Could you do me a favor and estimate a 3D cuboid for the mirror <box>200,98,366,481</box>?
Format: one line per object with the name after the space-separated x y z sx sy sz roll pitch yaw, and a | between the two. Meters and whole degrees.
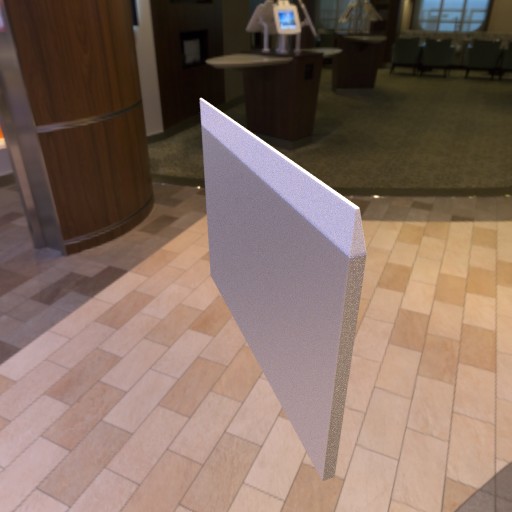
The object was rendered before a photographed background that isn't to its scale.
0.000 0.000 1.139 0.030 0.630 0.870 -11 32 -18 | mirror
